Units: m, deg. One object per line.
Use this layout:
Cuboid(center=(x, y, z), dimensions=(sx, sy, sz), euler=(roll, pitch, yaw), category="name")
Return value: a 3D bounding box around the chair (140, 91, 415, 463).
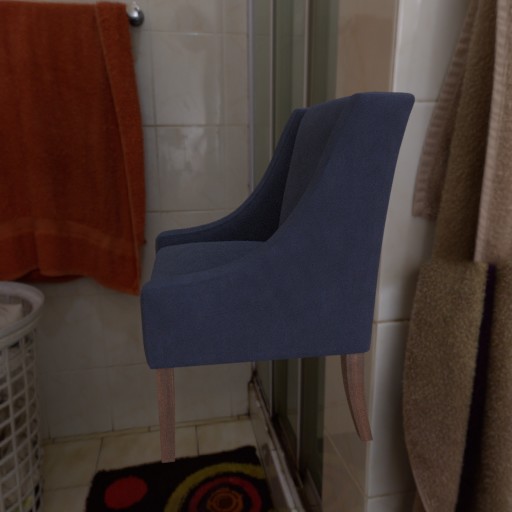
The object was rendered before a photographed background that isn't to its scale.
Cuboid(center=(0.000, 0.000, 1.329), dimensions=(0.629, 0.895, 0.629), euler=(-2, 15, -8), category="chair")
